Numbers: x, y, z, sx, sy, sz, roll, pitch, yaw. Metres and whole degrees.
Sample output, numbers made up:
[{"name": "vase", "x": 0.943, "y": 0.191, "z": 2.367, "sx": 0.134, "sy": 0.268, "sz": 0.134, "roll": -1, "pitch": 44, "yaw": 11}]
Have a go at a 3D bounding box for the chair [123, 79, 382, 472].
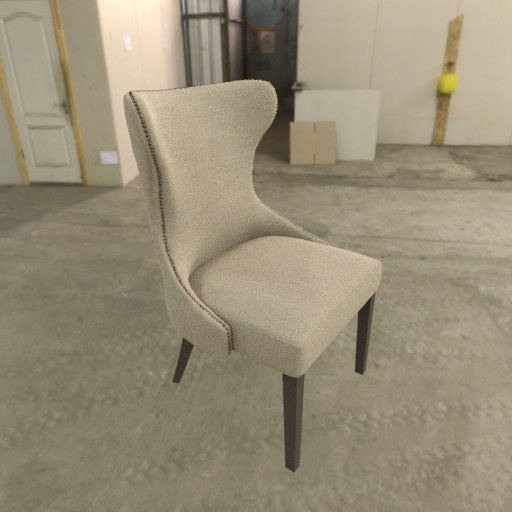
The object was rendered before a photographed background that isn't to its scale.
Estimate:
[{"name": "chair", "x": 0.000, "y": 0.000, "z": 1.362, "sx": 0.635, "sy": 0.967, "sz": 0.628, "roll": 17, "pitch": 31, "yaw": 31}]
